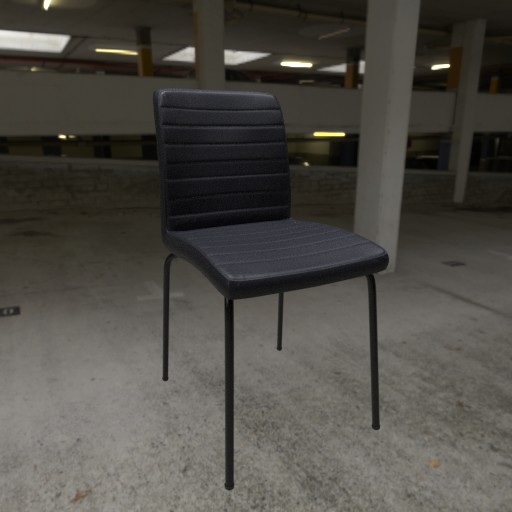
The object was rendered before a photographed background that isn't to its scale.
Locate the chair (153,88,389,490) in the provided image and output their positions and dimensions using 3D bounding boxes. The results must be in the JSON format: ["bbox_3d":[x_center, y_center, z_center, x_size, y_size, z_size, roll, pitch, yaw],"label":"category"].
[{"bbox_3d":[0.000,0.000,1.192,0.450,0.872,0.572,-9,18,-27],"label":"chair"}]
